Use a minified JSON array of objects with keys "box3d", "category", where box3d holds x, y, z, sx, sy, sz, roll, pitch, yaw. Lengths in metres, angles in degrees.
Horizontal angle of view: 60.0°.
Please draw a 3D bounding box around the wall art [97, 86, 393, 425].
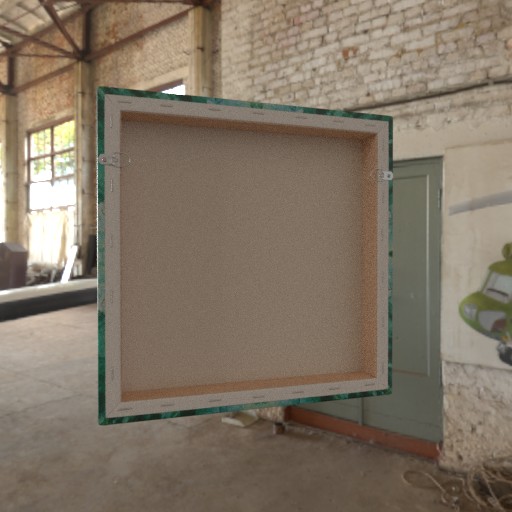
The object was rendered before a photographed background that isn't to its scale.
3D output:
[{"box3d":[0.000,0.000,0.466,0.313,0.313,0.033,0,1,-17],"category":"wall art"}]
